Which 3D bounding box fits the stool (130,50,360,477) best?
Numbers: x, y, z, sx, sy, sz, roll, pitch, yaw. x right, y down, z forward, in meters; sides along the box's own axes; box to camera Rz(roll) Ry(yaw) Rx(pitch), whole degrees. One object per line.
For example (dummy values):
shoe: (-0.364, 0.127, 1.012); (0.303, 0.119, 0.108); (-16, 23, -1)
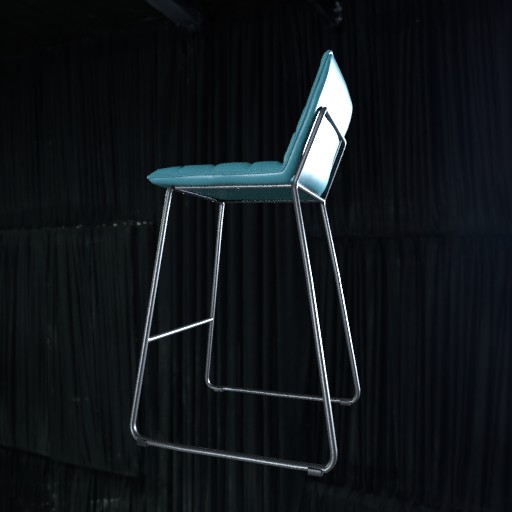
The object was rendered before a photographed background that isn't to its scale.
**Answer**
stool: (0.000, 0.000, 1.244); (0.524, 0.936, 0.489); (0, 0, 19)
